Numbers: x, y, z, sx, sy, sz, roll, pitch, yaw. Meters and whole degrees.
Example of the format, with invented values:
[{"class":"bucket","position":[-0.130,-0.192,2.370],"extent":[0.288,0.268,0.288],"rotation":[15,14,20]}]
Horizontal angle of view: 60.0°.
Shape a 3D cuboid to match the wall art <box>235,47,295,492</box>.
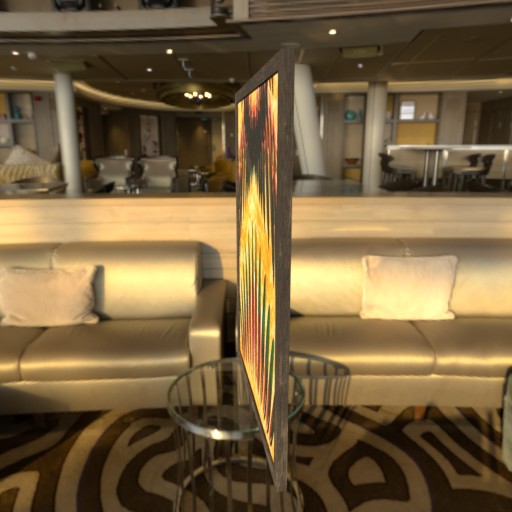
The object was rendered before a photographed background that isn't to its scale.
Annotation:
[{"class":"wall art","position":[0.000,0.000,1.416],"extent":[0.029,1.066,0.812],"rotation":[-2,14,-9]}]
